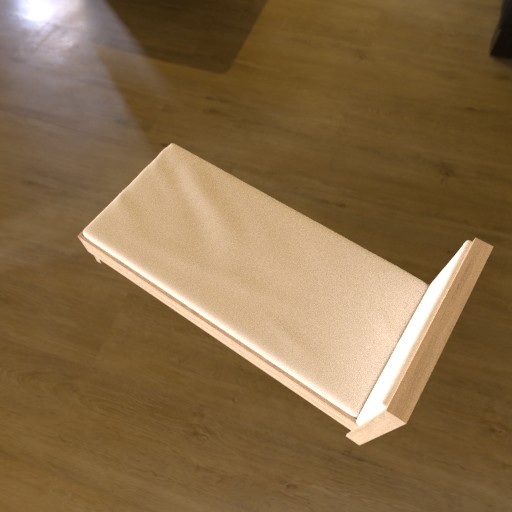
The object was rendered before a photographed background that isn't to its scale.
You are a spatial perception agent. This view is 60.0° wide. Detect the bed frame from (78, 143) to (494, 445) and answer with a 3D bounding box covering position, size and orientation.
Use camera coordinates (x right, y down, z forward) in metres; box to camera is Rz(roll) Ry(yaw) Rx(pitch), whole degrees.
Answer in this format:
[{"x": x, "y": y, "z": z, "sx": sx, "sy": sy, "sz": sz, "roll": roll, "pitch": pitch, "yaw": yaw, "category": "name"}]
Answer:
[{"x": 0.000, "y": 0.000, "z": 2.667, "sx": 2.140, "sy": 0.920, "sz": 0.990, "roll": 31, "pitch": 66, "yaw": 15, "category": "bed frame"}]
